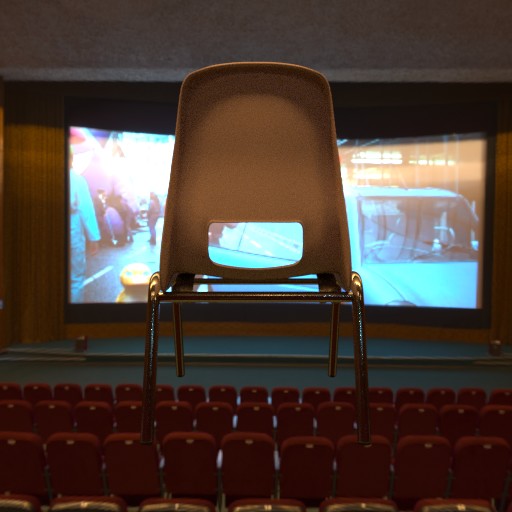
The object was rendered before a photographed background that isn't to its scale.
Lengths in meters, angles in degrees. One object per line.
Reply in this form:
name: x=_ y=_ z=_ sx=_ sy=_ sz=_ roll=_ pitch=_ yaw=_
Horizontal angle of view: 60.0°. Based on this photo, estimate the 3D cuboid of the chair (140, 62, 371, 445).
chair: x=0.000 y=0.000 z=0.794 sx=0.354 sy=0.537 sz=0.385 roll=0 pitch=1 yaw=0
